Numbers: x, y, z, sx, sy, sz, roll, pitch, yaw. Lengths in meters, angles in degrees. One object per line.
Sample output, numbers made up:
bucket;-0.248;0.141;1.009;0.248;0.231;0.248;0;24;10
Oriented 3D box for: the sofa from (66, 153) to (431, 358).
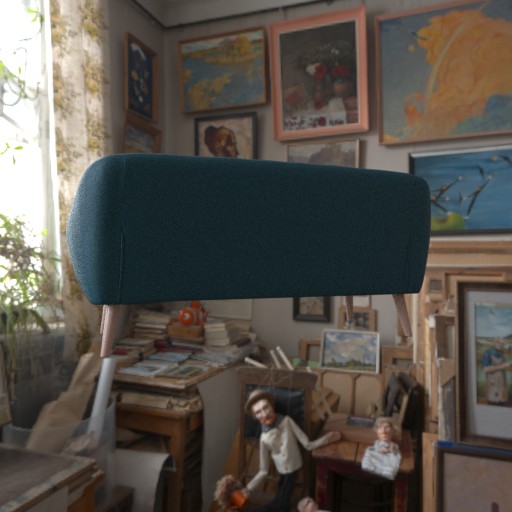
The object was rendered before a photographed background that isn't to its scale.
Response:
sofa;0.000;0.000;2.325;1.840;0.836;0.820;0;0;-19
